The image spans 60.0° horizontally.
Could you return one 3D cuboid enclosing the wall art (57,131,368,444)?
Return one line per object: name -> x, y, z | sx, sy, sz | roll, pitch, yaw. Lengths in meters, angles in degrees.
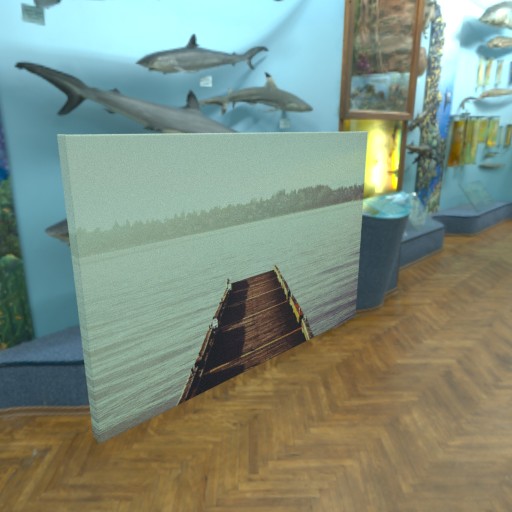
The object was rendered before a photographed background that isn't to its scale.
wall art -> 0.000, 0.000, 1.425 | 1.149, 0.765, 0.040 | -15, 22, -42
